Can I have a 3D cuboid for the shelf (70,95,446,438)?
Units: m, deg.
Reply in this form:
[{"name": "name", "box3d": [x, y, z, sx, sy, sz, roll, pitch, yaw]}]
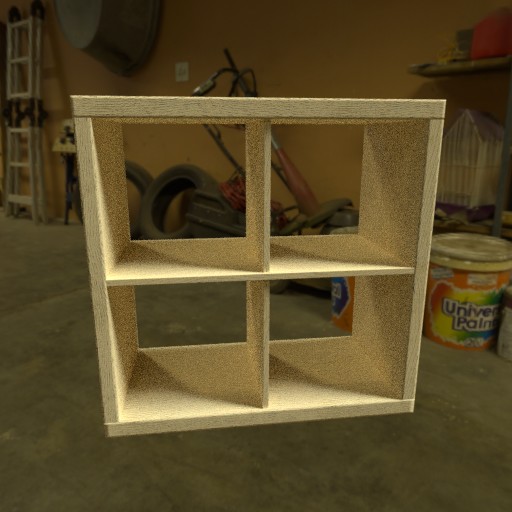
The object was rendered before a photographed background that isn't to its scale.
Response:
[{"name": "shelf", "box3d": [0.000, 0.000, 1.212, 0.790, 0.786, 0.390, -2, 15, -7]}]
